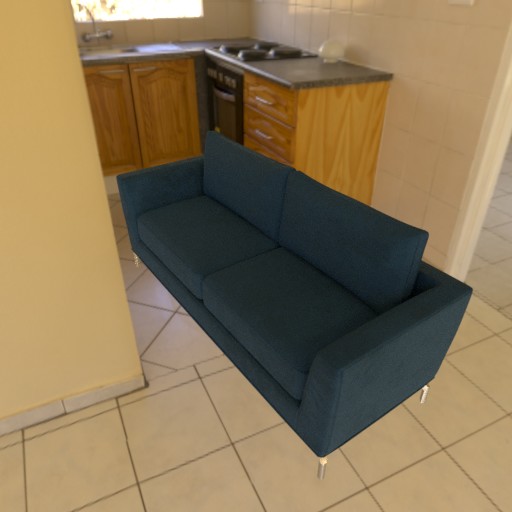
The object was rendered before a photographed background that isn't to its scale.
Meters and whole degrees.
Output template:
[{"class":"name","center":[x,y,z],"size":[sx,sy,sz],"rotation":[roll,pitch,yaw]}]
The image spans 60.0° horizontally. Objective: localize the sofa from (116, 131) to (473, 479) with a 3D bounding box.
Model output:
[{"class":"sofa","center":[0.000,0.000,2.664],"size":[0.853,0.998,2.212],"rotation":[-21,38,-29]}]
